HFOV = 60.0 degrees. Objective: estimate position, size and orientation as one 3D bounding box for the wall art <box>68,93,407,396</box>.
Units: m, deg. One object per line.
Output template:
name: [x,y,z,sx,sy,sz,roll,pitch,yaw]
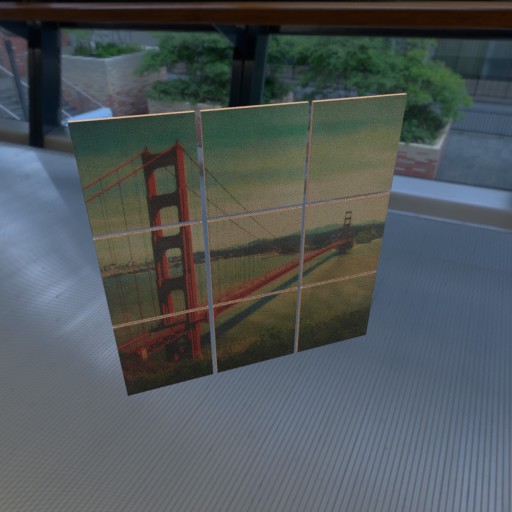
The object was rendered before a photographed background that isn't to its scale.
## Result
wall art: [0.000,0.000,1.385,0.917,0.910,0.012,-10,33,-16]
